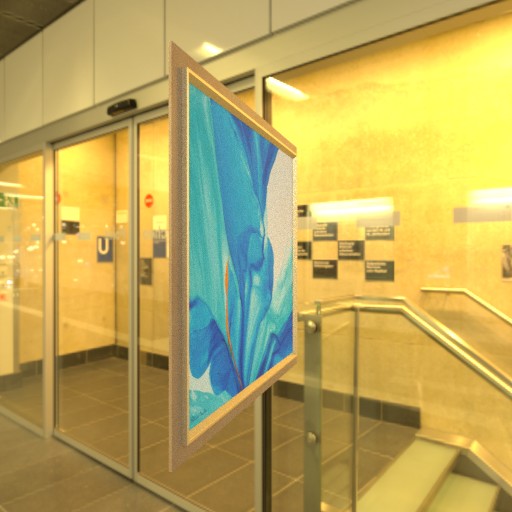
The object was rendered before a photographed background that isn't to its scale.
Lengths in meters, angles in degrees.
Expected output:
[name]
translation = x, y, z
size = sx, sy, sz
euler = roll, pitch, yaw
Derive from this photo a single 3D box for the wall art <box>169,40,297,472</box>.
[wall art]
translation = 0.000, 0.000, 1.641
size = 0.025, 1.067, 1.168
euler = 0, 0, 20
